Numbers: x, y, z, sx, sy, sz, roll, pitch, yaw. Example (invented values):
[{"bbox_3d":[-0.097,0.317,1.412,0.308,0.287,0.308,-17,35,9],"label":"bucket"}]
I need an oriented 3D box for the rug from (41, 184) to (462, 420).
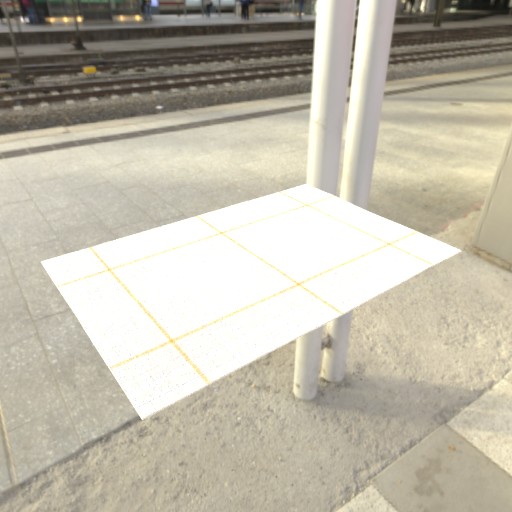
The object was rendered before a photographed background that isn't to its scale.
[{"bbox_3d":[0.000,0.000,2.312,1.825,0.015,1.232,-21,36,-31],"label":"rug"}]
